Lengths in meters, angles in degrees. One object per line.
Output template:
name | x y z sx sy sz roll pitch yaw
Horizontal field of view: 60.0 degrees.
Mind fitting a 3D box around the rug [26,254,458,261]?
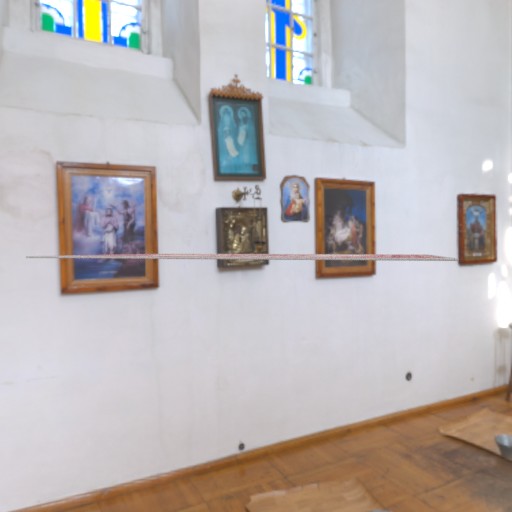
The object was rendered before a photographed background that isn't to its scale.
rug | 0.000 0.000 2.893 2.232 0.011 1.555 0 1 17
